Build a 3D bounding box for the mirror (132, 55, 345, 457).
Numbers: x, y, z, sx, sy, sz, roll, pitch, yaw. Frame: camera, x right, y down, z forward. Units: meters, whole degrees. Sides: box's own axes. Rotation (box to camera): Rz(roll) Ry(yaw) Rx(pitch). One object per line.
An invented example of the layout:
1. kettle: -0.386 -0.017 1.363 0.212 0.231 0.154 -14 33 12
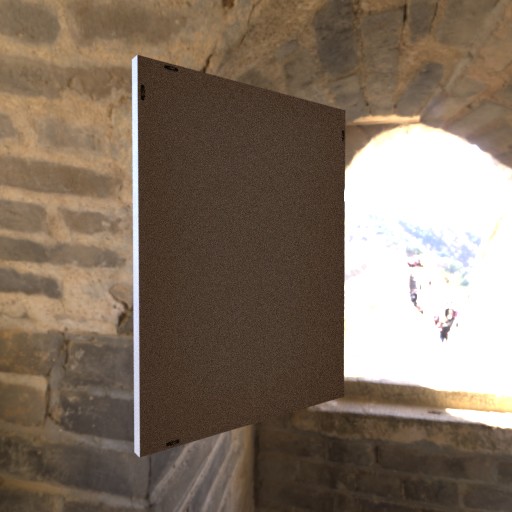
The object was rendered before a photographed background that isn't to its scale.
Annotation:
1. mirror: 0.000 0.000 1.357 0.762 1.016 0.041 -1 2 -37
